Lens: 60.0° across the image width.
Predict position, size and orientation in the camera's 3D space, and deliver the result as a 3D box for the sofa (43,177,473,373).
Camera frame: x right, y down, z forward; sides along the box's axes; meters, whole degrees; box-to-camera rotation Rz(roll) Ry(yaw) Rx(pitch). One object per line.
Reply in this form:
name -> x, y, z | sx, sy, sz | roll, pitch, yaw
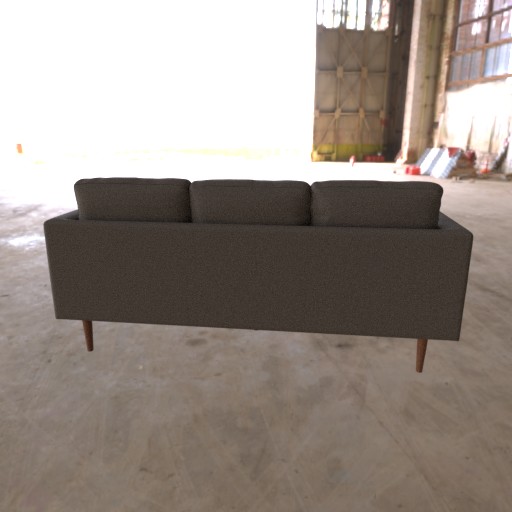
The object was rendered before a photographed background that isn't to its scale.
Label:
sofa -> 0.000, 0.000, 2.493 | 2.029, 0.912, 0.802 | 2, 16, 7
